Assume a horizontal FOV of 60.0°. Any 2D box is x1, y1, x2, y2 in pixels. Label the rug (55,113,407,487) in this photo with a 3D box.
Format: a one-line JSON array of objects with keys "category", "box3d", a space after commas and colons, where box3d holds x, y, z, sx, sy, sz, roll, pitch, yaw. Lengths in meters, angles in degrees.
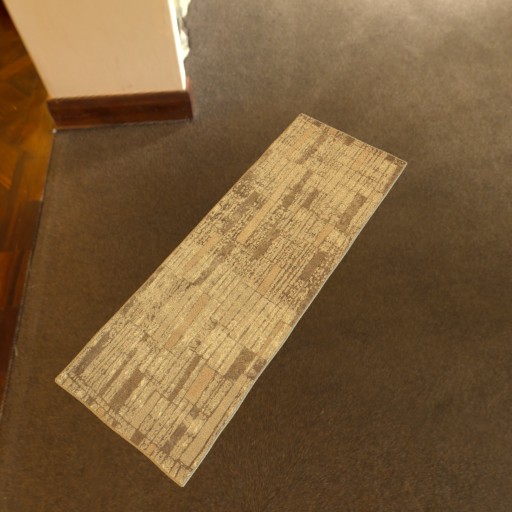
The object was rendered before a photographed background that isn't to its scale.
[{"category": "rug", "box3d": [0.000, 0.000, 2.627, 0.857, 0.018, 2.383, 31, 64, 17]}]
